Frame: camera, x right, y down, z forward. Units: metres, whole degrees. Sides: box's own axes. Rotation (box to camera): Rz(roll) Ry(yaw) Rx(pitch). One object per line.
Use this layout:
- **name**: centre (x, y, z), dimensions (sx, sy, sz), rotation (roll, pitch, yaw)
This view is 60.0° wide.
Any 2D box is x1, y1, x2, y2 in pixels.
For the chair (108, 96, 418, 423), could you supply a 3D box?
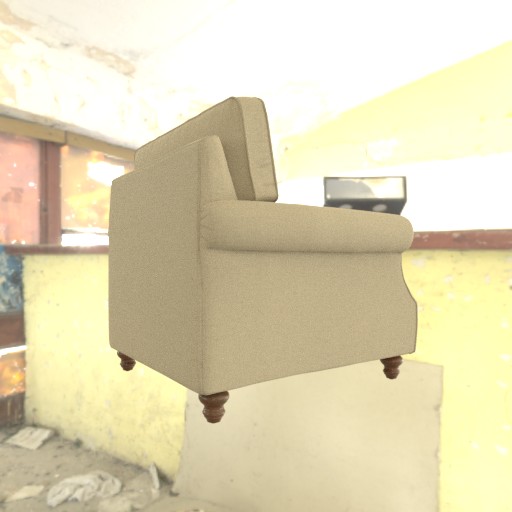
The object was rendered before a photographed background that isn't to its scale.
- **chair**: centre (0.000, 0.000, 1.809), dimensions (0.966, 0.967, 1.029), rotation (0, 0, -35)
